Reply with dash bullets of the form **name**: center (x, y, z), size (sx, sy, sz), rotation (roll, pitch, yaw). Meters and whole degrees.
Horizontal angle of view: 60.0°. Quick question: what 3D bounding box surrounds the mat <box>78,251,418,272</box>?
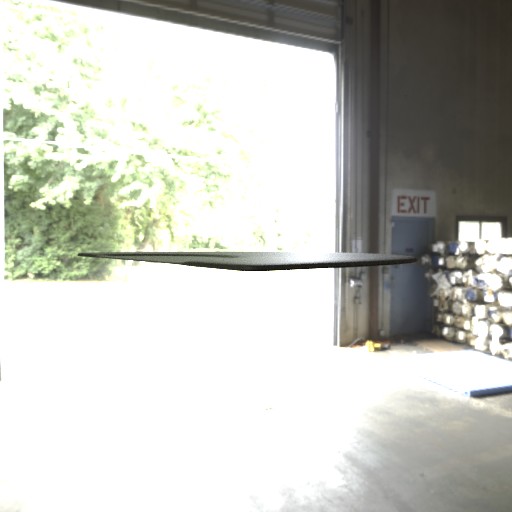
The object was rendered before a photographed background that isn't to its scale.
- **mat**: center (0.000, 0.000, 1.559), size (0.917, 0.016, 1.220), rotation (-1, 2, -36)
